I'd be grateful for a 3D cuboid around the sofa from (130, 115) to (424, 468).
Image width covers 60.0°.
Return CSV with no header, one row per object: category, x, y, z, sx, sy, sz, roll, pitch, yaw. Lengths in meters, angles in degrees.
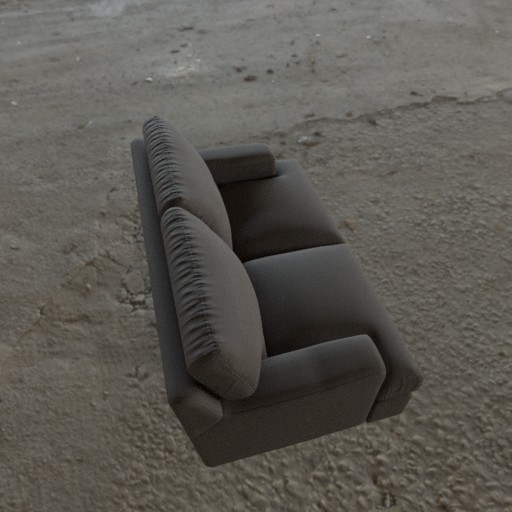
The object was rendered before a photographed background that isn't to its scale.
sofa,0.000,0.000,2.489,1.143,0.940,1.880,-11,48,-10
